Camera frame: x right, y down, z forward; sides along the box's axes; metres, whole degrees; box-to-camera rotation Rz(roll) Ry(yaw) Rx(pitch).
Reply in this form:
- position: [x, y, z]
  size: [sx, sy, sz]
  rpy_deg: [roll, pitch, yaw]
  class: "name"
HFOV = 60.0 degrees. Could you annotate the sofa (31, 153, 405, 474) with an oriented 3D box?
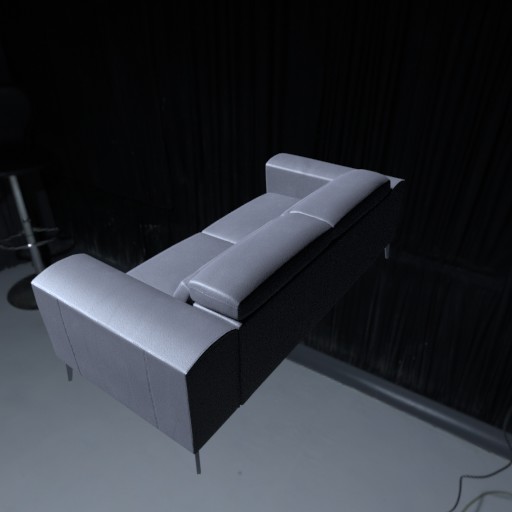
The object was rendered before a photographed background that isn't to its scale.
- position: [0.000, 0.000, 2.790]
  size: [1.048, 0.814, 2.330]
  rpy_deg: [21, 37, 30]
  class: "sofa"
